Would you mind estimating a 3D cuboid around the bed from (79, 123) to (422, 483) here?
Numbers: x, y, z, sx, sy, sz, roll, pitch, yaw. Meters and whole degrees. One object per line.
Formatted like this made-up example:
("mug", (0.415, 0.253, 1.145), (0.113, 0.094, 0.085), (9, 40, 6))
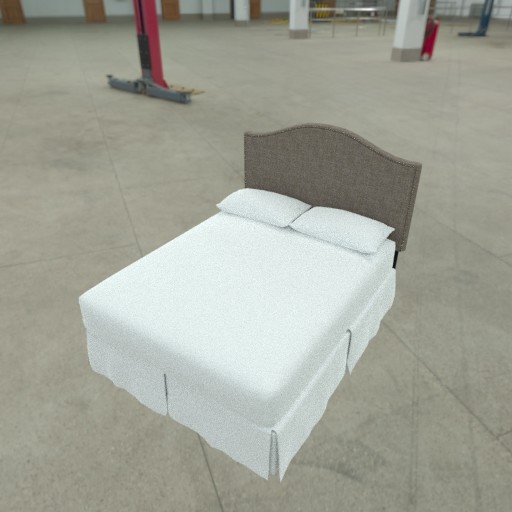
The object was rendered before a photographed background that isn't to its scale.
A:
("bed", (0.000, 0.000, 3.327), (1.713, 1.518, 2.153), (19, 36, 28))
